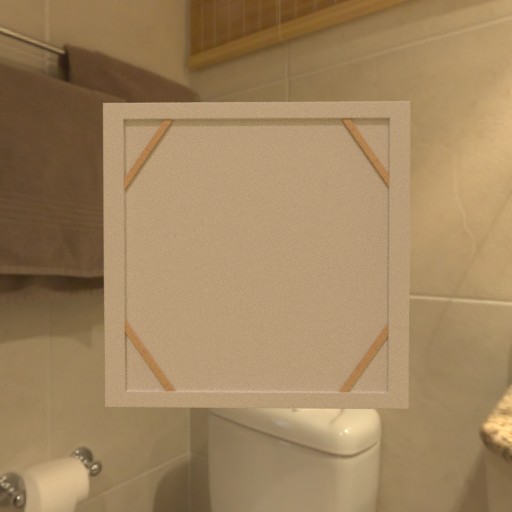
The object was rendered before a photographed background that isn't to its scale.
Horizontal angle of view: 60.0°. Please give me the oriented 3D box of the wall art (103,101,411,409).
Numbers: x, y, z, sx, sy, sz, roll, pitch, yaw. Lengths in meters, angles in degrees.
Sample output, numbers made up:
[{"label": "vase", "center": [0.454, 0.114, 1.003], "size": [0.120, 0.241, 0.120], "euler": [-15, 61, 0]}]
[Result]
[{"label": "wall art", "center": [0.000, 0.000, 0.902], "size": [0.610, 0.610, 0.038], "euler": [0, 1, 1]}]
